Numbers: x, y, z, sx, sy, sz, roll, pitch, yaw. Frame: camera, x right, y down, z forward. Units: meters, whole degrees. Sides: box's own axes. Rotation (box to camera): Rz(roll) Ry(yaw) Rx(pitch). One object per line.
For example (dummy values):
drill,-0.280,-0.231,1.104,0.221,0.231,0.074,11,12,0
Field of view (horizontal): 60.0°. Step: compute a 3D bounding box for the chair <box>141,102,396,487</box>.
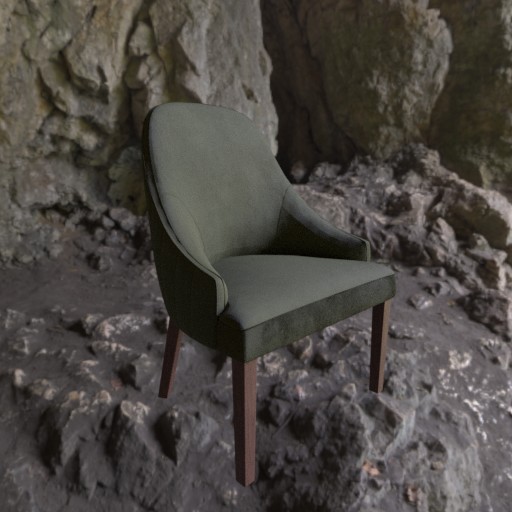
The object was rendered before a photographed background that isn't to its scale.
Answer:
chair,0.000,0.000,1.294,0.643,0.889,0.575,-13,18,-43
